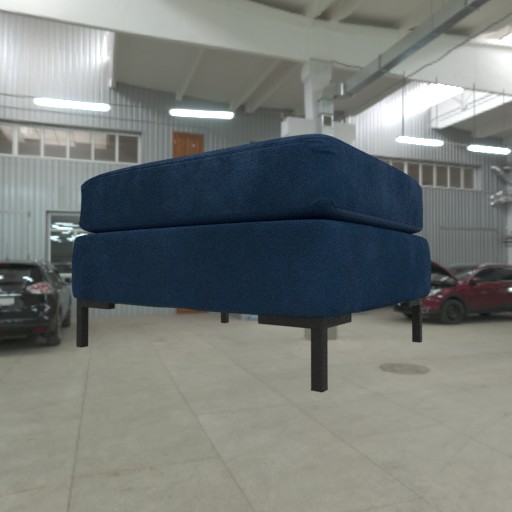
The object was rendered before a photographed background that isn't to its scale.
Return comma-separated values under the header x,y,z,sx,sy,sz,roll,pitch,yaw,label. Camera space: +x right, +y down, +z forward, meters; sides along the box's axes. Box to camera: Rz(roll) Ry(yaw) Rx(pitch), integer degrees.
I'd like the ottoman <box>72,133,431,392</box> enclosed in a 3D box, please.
x,y,z,sx,sy,sz,roll,pitch,yaw,label
0.000,0.000,1.224,0.794,0.485,0.655,-1,-1,36,ottoman
